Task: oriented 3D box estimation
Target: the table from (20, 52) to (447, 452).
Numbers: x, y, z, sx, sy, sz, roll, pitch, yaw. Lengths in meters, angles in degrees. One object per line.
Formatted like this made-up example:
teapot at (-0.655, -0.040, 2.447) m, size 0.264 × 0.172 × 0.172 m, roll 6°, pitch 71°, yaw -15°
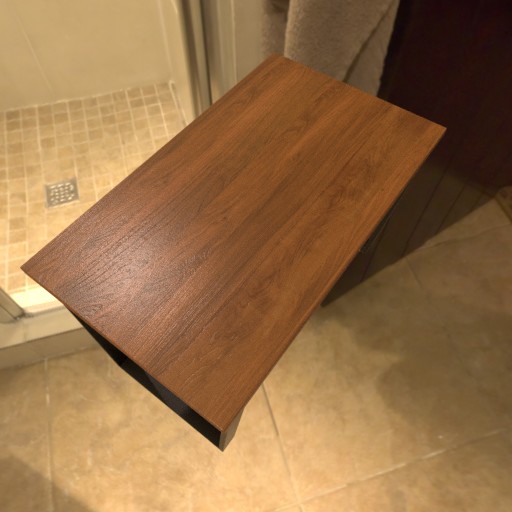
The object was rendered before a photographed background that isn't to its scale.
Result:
table at (0.000, 0.000, 1.675) m, size 0.714 × 0.760 × 1.205 m, roll 32°, pitch 63°, yaw 18°
